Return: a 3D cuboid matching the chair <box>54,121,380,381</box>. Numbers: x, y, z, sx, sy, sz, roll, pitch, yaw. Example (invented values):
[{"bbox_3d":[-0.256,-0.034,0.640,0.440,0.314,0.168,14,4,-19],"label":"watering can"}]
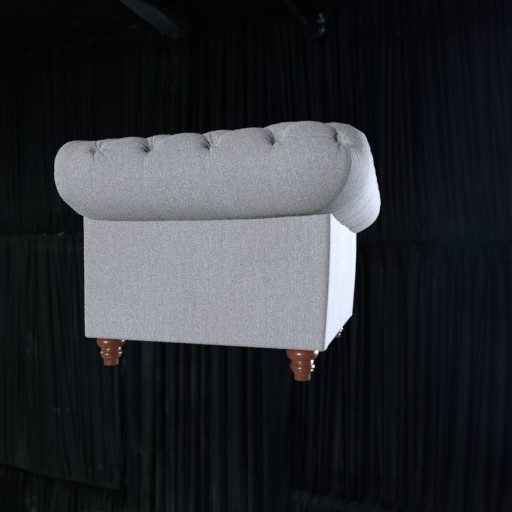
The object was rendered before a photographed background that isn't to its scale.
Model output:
[{"bbox_3d":[0.000,0.000,1.833,0.976,0.770,1.270,0,-1,17],"label":"chair"}]
